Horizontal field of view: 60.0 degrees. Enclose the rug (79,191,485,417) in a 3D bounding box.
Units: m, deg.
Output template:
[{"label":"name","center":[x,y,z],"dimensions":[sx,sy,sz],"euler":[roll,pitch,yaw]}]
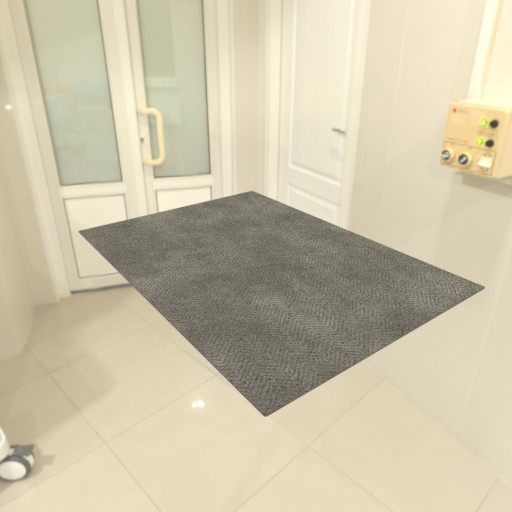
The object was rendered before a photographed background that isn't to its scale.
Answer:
[{"label":"rug","center":[0.000,0.000,2.900],"dimensions":[1.600,0.008,2.235],"euler":[-18,32,-33]}]
